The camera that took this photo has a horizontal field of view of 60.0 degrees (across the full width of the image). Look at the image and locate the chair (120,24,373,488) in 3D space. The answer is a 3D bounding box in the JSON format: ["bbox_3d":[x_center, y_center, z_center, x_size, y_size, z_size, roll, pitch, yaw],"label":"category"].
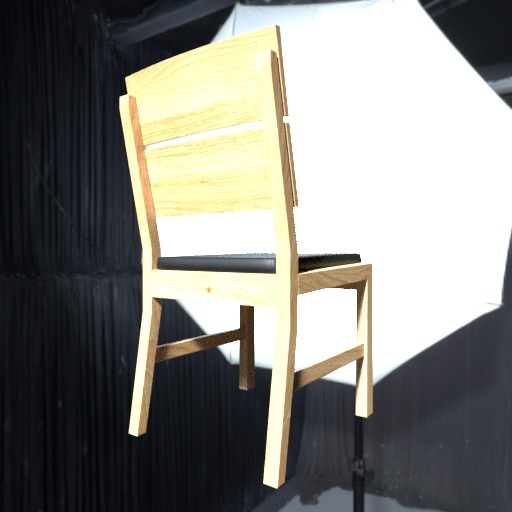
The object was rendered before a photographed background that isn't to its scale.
[{"bbox_3d":[0.000,0.000,1.251,0.475,0.950,0.569,0,1,36],"label":"chair"}]
